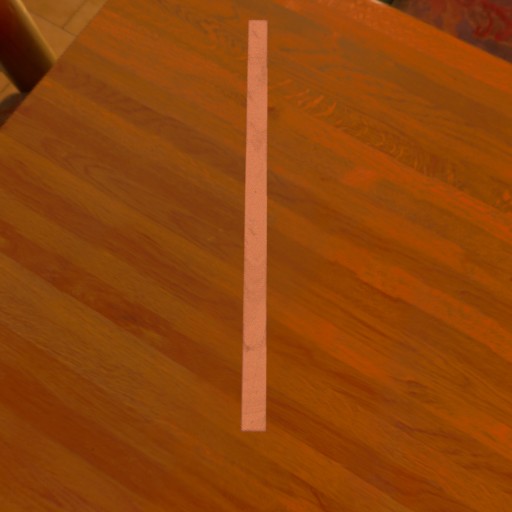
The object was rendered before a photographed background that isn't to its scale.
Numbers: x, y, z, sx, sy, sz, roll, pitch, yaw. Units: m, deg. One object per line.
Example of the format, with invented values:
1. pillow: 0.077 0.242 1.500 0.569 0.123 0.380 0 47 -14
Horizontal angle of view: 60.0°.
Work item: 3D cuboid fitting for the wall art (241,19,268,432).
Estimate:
1. wall art: 0.000 0.000 1.139 0.038 0.757 0.760 1 75 0
